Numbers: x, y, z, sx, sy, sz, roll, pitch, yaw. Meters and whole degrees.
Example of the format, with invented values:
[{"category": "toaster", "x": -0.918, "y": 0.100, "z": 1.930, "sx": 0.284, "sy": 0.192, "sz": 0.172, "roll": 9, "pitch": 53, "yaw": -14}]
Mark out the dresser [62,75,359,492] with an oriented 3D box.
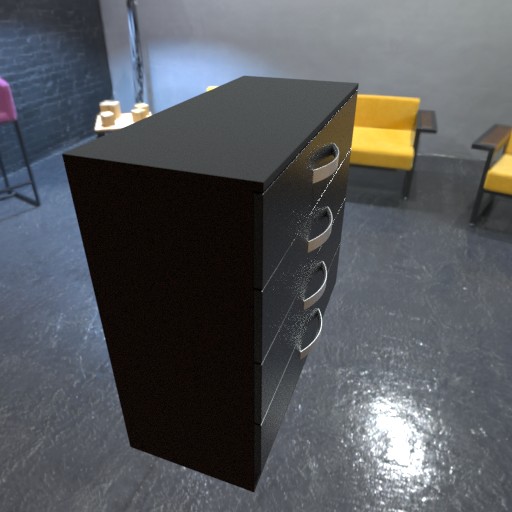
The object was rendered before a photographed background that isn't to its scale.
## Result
[{"category": "dresser", "x": 0.000, "y": 0.000, "z": 1.118, "sx": 0.360, "sy": 0.720, "sz": 0.750, "roll": 11, "pitch": 33, "yaw": 18}]
